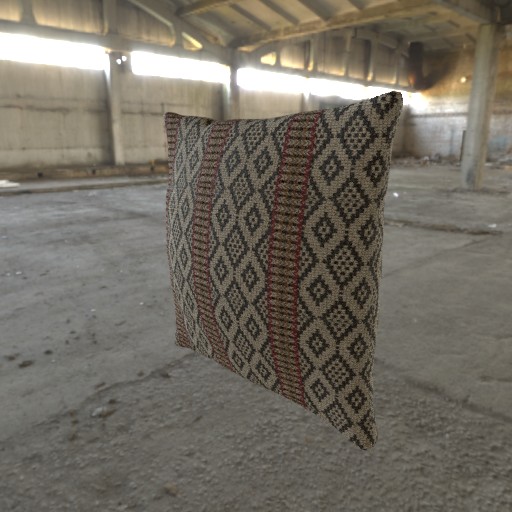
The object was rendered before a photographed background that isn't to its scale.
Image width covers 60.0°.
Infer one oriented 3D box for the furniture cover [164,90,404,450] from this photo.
[{"bbox_3d":[0.000,0.000,0.772,0.182,0.506,0.503,-14,20,-43],"label":"furniture cover"}]
